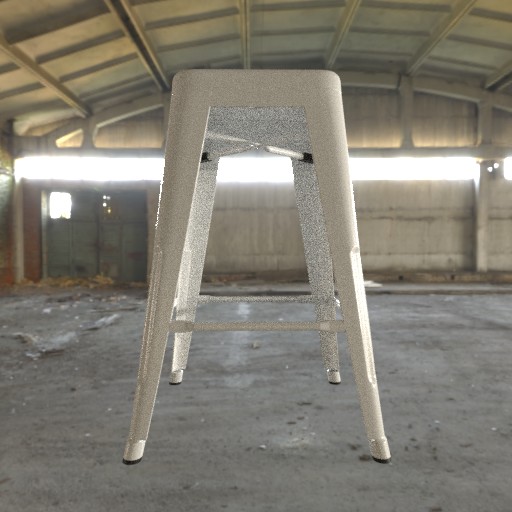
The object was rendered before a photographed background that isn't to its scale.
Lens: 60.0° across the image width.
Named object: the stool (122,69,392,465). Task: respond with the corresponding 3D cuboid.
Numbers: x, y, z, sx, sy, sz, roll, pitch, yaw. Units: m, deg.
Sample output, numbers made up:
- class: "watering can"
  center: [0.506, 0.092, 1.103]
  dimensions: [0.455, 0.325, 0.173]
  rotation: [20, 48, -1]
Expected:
- class: "stool"
  center: [0.000, 0.000, 0.854]
  dimensions: [0.406, 0.610, 0.406]
  rotation: [0, 1, -1]
